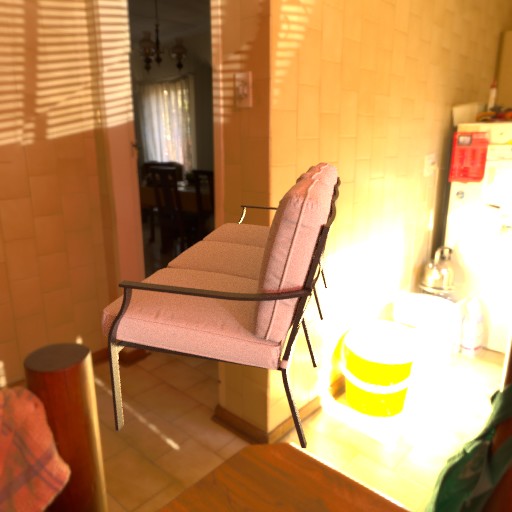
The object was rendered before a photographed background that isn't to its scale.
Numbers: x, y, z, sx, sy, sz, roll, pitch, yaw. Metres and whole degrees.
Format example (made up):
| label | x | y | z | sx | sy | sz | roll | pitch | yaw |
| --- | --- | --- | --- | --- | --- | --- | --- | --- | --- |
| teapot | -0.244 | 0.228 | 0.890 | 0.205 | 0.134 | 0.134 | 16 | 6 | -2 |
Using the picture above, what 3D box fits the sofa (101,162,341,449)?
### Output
| label | x | y | z | sx | sy | sz | roll | pitch | yaw |
| --- | --- | --- | --- | --- | --- | --- | --- | --- | --- |
| sofa | 0.000 | 0.000 | 2.217 | 0.787 | 0.860 | 1.740 | 3 | 15 | 11 |
